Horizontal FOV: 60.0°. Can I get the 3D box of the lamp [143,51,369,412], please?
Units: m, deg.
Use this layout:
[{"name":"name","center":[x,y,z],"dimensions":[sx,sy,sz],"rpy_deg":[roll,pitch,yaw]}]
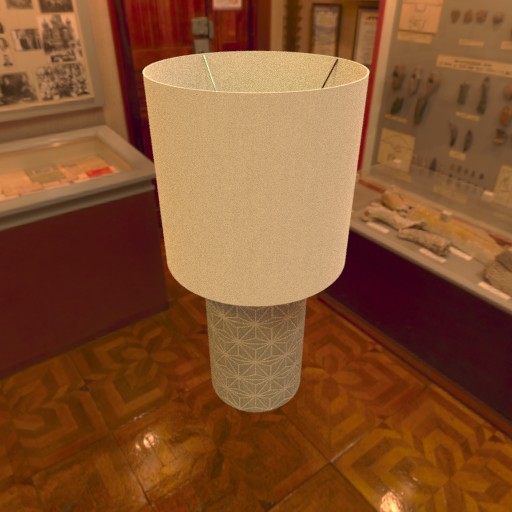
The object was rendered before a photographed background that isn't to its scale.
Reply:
[{"name":"lamp","center":[0.000,0.000,0.524],"dimensions":[0.206,0.416,0.206],"rpy_deg":[-20,38,-29]}]
